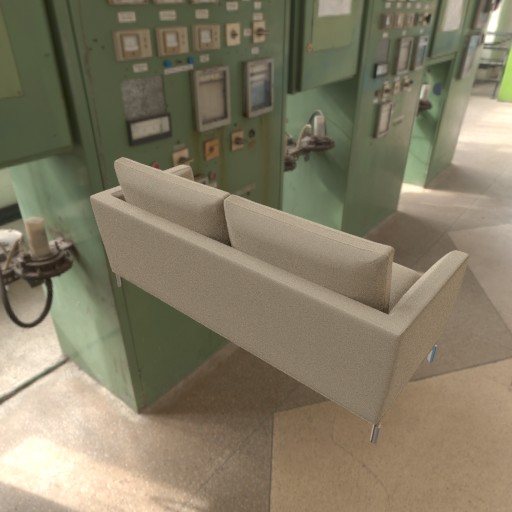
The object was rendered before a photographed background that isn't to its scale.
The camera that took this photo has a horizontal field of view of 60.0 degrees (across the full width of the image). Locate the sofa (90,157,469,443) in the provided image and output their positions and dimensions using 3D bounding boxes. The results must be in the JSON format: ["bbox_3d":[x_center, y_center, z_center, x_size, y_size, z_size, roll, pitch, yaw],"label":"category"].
[{"bbox_3d":[0.000,0.000,2.756,2.214,1.005,0.868,23,38,34],"label":"sofa"}]
